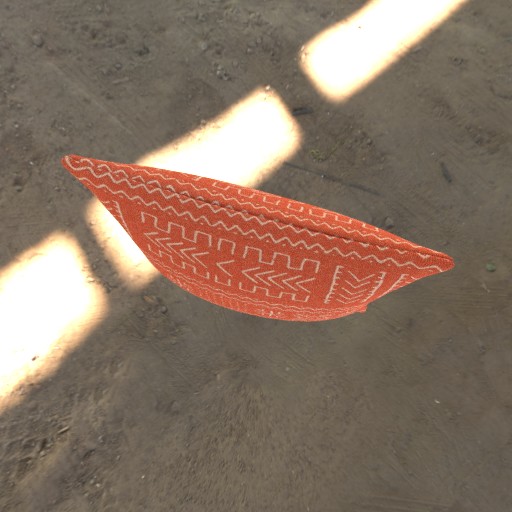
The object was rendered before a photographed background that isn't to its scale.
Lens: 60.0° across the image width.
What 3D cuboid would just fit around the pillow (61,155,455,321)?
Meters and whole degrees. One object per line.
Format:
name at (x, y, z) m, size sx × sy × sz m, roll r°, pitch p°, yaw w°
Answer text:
pillow at (0.000, 0.000, 0.668) m, size 0.438 × 0.429 × 0.164 m, roll 15°, pitch 77°, yaw 4°
